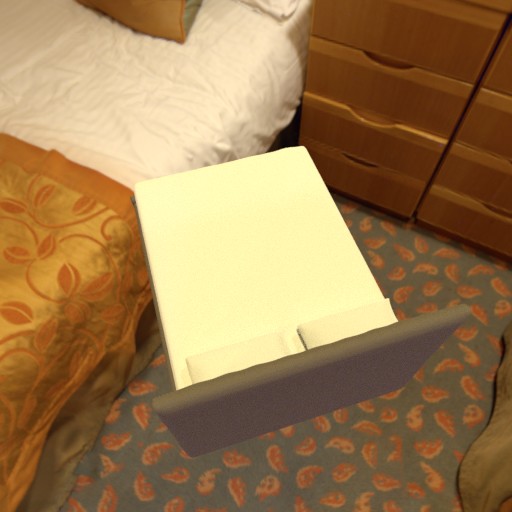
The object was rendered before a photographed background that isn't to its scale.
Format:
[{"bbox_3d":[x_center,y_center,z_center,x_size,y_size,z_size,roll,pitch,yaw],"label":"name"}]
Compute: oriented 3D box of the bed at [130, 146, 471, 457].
[{"bbox_3d":[0.000,0.000,3.321,1.696,1.426,2.233,-15,59,-9],"label":"bed"}]
